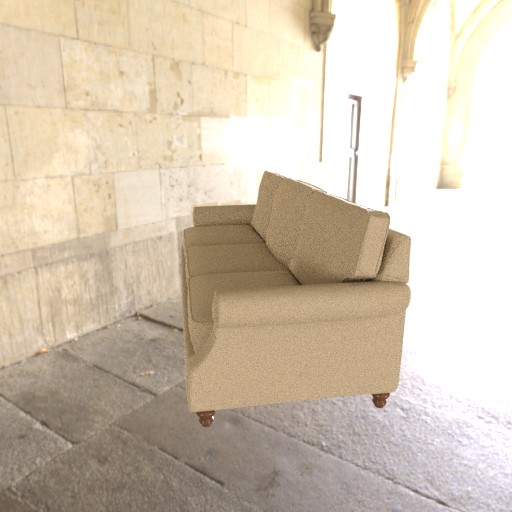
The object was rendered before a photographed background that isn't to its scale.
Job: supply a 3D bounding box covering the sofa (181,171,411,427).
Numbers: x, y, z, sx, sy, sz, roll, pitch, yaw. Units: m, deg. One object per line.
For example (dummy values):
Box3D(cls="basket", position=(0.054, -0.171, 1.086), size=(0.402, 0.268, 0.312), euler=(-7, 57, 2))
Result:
Box3D(cls="sofa", position=(0.000, 0.000, 2.855), size=(0.966, 0.948, 2.354), euler=(-3, 15, -10))
